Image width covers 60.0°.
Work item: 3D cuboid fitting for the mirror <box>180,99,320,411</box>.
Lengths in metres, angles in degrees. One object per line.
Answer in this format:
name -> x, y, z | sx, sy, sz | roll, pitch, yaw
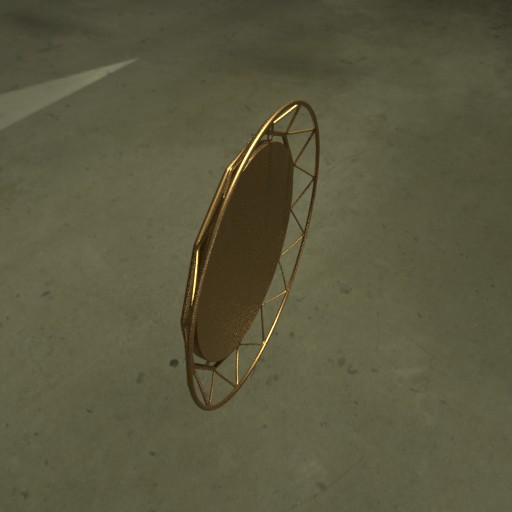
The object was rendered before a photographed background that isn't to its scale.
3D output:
mirror -> 0.000, 0.000, 0.660 | 0.043, 0.454, 0.454 | 18, 48, 17
